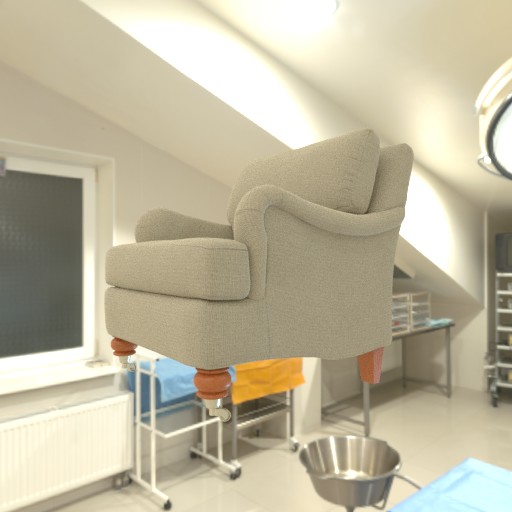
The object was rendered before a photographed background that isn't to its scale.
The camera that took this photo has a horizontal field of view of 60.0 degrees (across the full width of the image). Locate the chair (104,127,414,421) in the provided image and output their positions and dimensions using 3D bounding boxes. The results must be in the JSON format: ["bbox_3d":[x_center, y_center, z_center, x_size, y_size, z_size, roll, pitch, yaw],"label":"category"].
[{"bbox_3d":[0.000,0.000,1.933,1.070,1.038,0.955,0,0,-37],"label":"chair"}]
